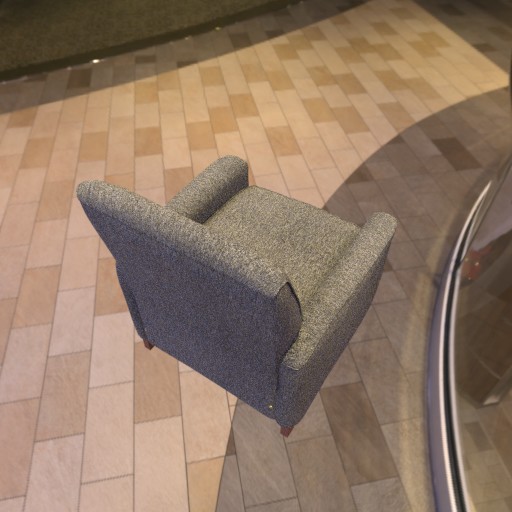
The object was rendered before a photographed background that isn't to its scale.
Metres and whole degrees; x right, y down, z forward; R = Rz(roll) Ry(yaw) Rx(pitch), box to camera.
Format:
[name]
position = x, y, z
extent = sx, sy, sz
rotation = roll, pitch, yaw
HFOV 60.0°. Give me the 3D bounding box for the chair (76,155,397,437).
[chair]
position = 0.000, 0.000, 1.692
extent = 0.848, 1.014, 0.864
rotation = 25, 52, 22
